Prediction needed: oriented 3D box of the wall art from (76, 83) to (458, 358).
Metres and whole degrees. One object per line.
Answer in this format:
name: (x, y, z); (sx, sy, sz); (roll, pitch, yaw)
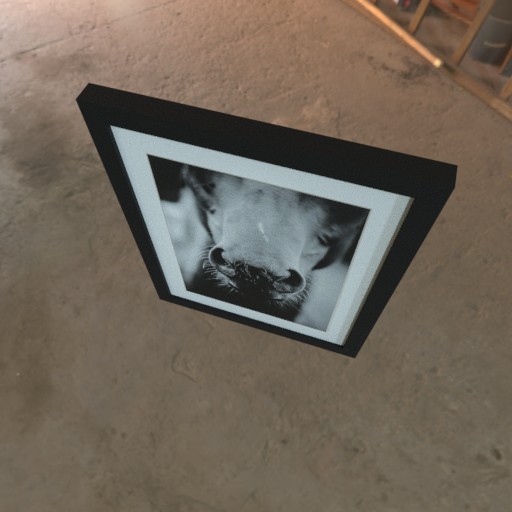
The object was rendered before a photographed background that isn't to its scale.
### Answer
wall art: (0.000, 0.000, 0.544); (0.329, 0.404, 0.024); (15, 60, 9)
